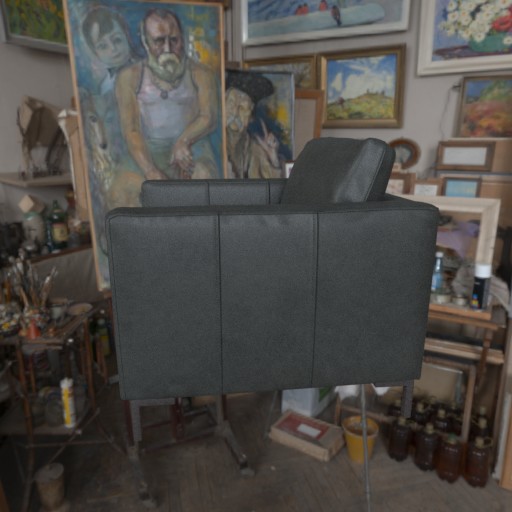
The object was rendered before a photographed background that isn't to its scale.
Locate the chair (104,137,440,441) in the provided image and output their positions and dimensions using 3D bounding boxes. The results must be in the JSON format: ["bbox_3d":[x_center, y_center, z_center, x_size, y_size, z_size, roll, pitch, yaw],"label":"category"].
[{"bbox_3d":[0.000,0.000,1.515,0.861,0.824,0.967,-2,15,-7],"label":"chair"}]
